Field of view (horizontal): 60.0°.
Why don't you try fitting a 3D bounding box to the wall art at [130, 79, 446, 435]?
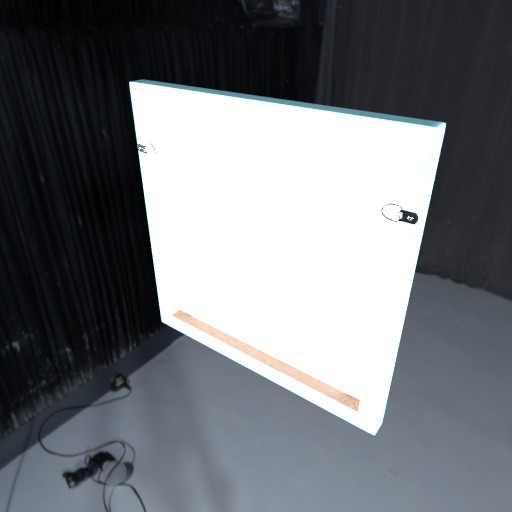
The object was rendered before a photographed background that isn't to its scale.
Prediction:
[{"bbox_3d":[0.000,0.000,1.572,1.071,1.073,0.070,20,36,31],"label":"wall art"}]
